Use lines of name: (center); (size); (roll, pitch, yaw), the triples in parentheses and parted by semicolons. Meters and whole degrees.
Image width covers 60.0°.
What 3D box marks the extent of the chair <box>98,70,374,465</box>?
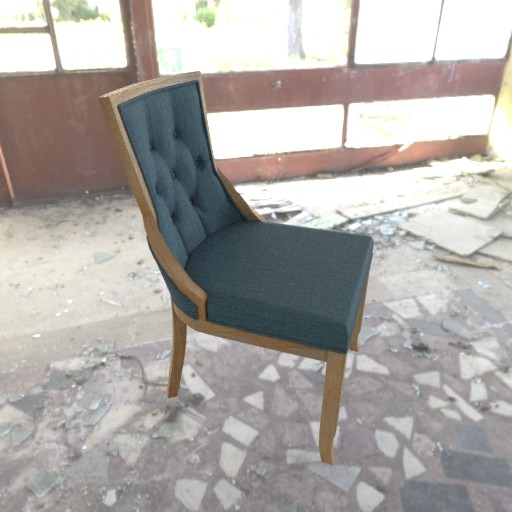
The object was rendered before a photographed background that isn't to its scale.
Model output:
chair: (0.000, 0.000, 1.311); (0.641, 0.947, 0.524); (10, 31, 17)
